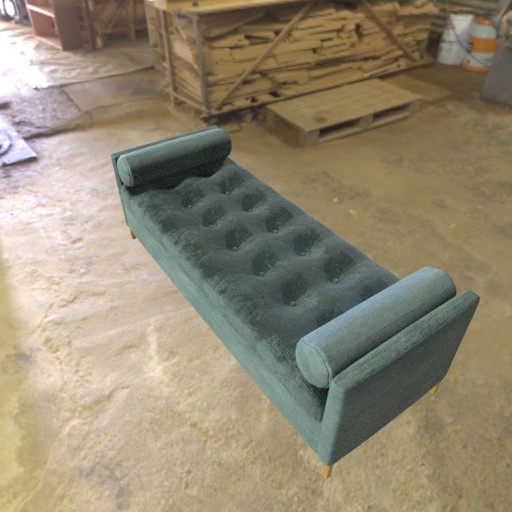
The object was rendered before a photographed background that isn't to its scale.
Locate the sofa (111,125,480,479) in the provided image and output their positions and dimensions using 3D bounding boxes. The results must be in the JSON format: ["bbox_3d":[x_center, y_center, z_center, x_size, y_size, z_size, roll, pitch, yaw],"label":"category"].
[{"bbox_3d":[0.000,0.000,2.456,0.796,0.705,2.102,-24,45,-26],"label":"sofa"}]
